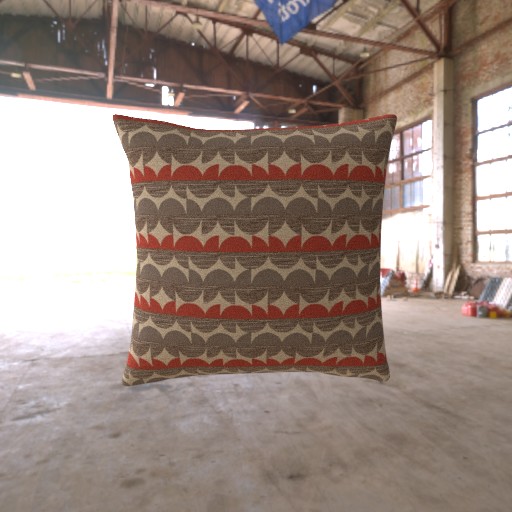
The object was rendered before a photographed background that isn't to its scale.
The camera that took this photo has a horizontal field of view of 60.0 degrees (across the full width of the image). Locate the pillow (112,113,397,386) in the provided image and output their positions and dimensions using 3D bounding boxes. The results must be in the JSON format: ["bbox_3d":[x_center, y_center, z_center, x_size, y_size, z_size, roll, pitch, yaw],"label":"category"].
[{"bbox_3d":[0.000,0.000,0.665,0.420,0.410,0.180,0,1,0],"label":"pillow"}]
